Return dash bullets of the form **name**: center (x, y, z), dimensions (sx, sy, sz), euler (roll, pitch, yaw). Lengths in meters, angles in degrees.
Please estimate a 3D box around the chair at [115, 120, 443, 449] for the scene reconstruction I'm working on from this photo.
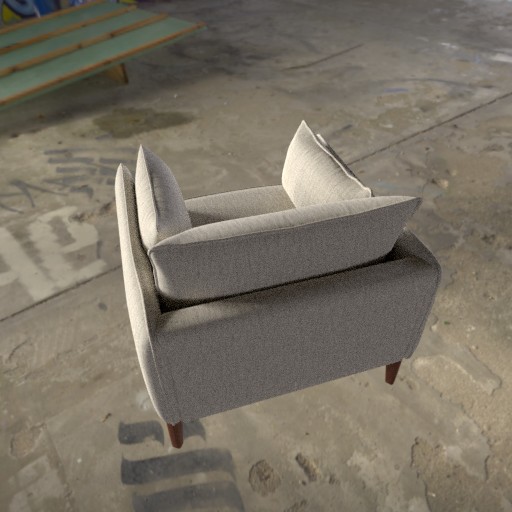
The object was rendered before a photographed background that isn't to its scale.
- **chair**: center (0.000, 0.000, 1.741), dimensions (0.994, 0.855, 0.991), euler (-12, 42, -13)
